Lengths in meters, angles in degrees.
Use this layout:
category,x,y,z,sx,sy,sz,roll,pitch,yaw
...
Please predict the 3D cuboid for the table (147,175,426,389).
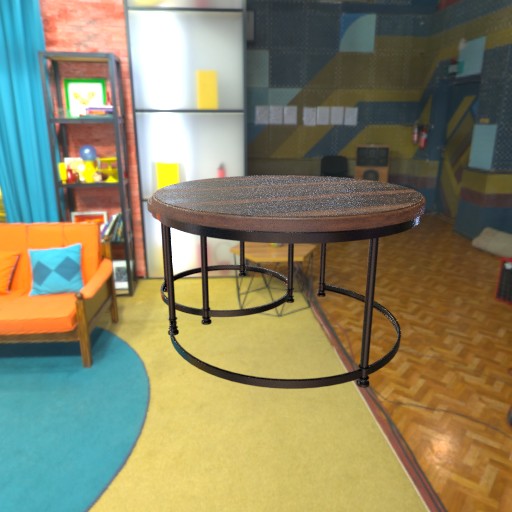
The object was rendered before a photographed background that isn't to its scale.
category,x,y,z,sx,sy,sz,roll,pitch,yaw
table,0.000,0.000,1.639,1.152,0.516,0.870,16,23,42
